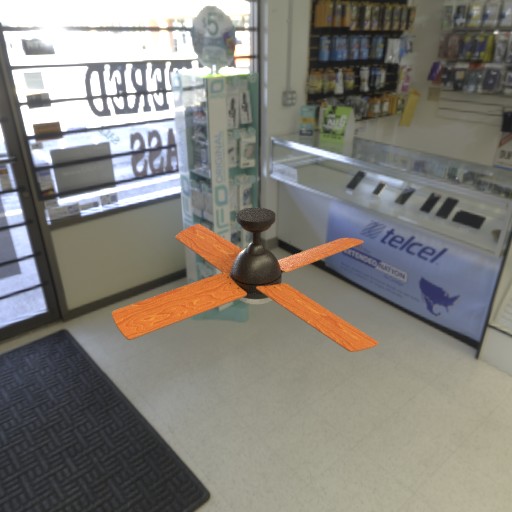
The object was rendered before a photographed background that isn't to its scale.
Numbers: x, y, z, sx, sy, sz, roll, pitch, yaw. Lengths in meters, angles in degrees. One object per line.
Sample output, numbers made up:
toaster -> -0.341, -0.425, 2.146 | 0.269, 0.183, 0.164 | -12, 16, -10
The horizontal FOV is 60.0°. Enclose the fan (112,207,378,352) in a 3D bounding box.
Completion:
fan -> 0.000, 0.000, 2.011 | 1.332, 0.403, 1.332 | -19, 32, -32
